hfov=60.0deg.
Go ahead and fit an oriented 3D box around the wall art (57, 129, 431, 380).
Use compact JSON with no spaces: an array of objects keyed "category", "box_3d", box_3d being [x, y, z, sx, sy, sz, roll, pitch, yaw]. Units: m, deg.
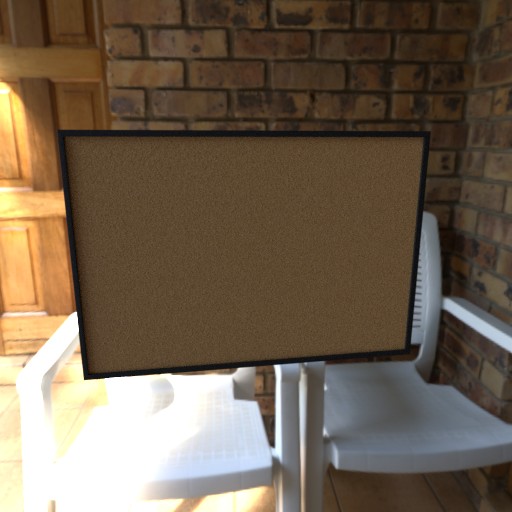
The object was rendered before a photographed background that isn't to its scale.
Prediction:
[{"category":"wall art","box_3d":[0.000,0.000,1.220,0.963,0.665,0.013,-2,15,-9]}]
